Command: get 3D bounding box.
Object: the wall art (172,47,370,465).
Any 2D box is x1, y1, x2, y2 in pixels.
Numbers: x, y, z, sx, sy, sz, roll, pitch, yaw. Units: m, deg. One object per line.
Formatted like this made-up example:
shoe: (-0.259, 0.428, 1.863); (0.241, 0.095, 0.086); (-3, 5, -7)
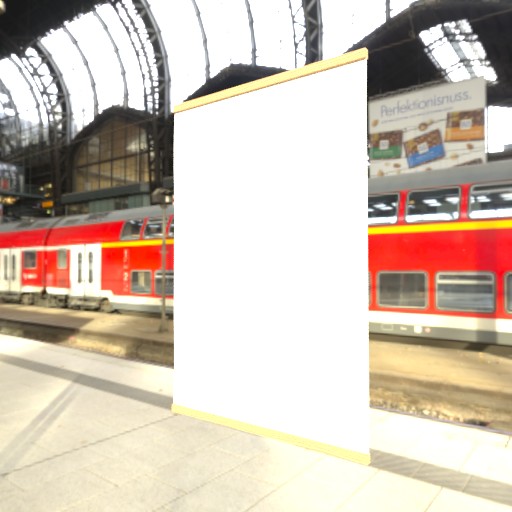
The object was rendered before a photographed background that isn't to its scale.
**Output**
wall art: (0.000, 0.000, 1.921); (1.011, 1.521, 0.025); (-1, -2, 36)
